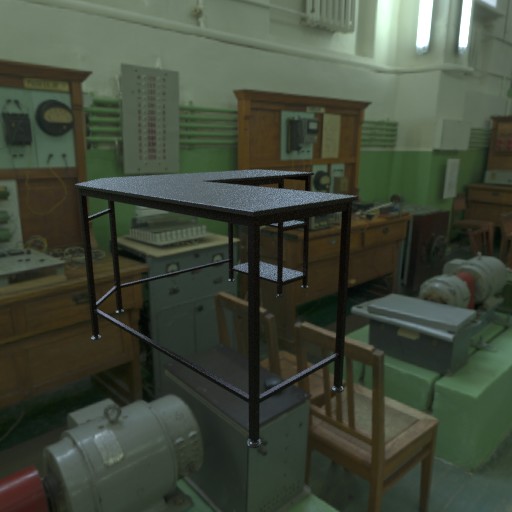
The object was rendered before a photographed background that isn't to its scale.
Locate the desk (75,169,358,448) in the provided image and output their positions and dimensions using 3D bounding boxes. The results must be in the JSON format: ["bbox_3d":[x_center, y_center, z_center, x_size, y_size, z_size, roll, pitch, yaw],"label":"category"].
[{"bbox_3d":[0.000,0.000,2.211,1.379,0.739,1.379,-14,20,-43],"label":"desk"}]
